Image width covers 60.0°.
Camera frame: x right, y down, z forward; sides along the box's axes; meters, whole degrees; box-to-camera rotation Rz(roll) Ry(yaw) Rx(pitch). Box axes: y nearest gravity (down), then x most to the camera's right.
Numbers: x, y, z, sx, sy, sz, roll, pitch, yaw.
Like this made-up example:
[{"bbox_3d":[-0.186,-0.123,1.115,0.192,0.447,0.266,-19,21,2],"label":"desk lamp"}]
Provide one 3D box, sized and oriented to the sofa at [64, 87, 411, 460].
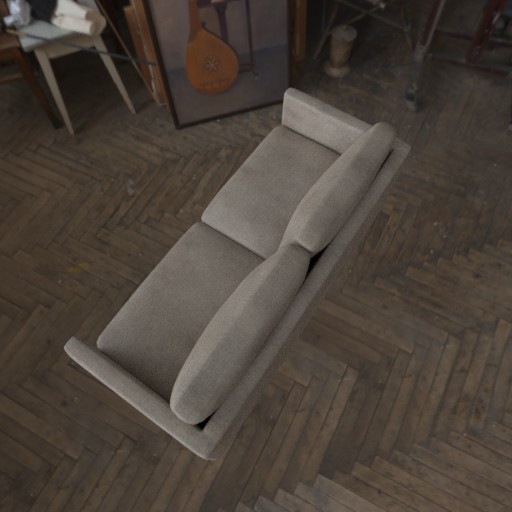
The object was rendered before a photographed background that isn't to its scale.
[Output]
[{"bbox_3d":[0.000,0.000,2.771,0.951,0.965,2.208,31,68,14],"label":"sofa"}]
